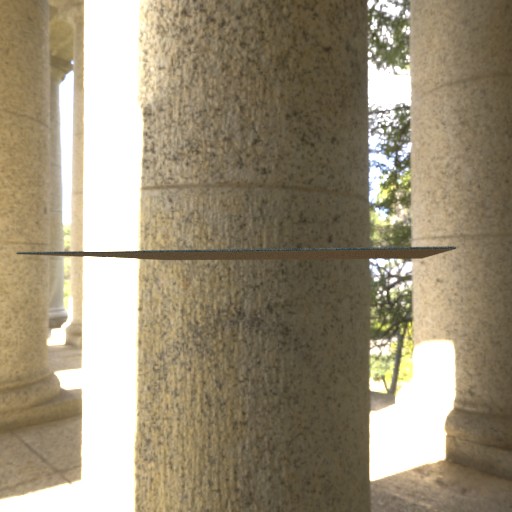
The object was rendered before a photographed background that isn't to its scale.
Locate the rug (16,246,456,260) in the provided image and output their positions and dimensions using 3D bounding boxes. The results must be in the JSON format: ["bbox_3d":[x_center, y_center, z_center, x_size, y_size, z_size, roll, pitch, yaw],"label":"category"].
[{"bbox_3d":[0.000,0.000,4.072,3.050,0.016,2.441,0,-2,16],"label":"rug"}]
